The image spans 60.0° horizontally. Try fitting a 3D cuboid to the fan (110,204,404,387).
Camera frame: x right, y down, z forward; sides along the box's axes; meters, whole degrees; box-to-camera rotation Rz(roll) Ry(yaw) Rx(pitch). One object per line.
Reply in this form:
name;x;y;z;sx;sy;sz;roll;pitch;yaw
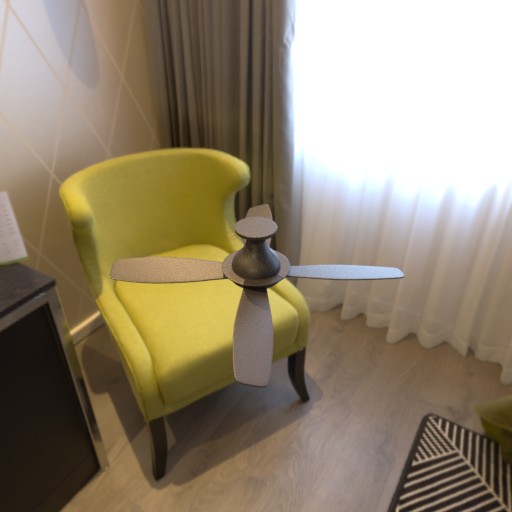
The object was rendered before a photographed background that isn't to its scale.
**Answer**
fan;0.000;0.000;2.523;1.694;0.382;1.694;1;33;1
